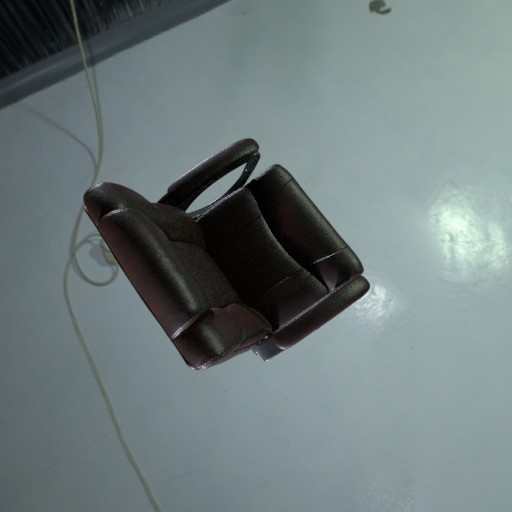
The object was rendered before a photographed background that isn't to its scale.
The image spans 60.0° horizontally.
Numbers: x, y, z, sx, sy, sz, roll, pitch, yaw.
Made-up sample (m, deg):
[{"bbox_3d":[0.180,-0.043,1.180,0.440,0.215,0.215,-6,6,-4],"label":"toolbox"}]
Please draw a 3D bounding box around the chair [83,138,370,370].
[{"bbox_3d":[0.000,0.000,1.544,0.692,1.128,0.656,-35,78,-9],"label":"chair"}]
